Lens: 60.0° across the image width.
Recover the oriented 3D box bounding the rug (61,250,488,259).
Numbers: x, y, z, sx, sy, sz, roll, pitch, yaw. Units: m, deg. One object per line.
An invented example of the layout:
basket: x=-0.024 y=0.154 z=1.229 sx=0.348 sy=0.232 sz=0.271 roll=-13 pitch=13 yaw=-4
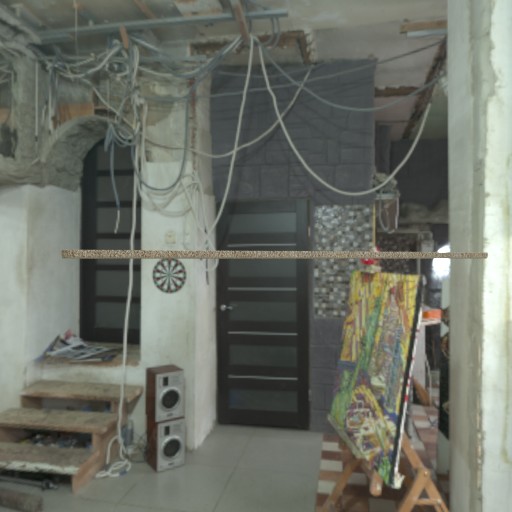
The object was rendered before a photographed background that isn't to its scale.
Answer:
rug: x=0.000 y=0.000 z=2.106 sx=1.600 sy=0.025 sz=1.199 roll=0 pitch=0 yaw=-19
